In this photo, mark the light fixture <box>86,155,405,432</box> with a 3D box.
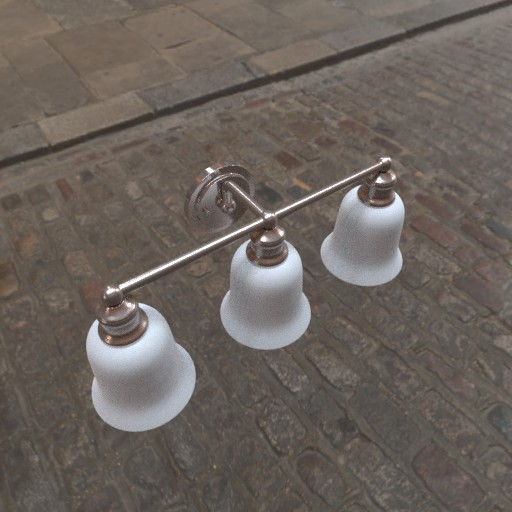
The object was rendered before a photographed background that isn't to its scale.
[{"bbox_3d":[0.000,0.000,0.651,0.570,0.211,0.198,-27,52,-23],"label":"light fixture"}]
